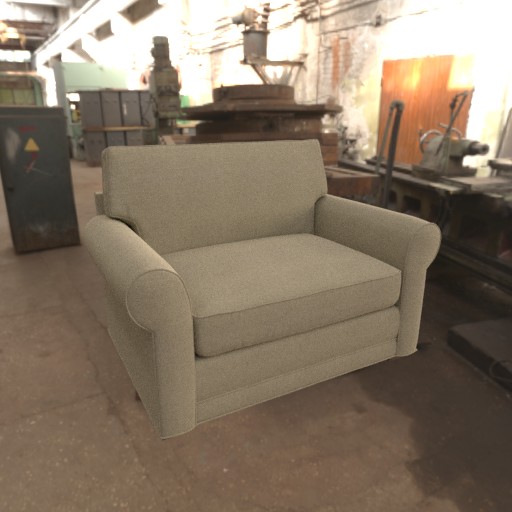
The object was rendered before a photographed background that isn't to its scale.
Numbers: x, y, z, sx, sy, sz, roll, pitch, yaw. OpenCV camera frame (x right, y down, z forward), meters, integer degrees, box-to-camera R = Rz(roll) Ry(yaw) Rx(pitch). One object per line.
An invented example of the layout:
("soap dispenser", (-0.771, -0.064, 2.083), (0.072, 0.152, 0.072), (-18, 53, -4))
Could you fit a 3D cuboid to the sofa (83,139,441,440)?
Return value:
("sofa", (0.000, 0.000, 2.060), (1.405, 0.991, 0.936), (-10, 21, -27))
